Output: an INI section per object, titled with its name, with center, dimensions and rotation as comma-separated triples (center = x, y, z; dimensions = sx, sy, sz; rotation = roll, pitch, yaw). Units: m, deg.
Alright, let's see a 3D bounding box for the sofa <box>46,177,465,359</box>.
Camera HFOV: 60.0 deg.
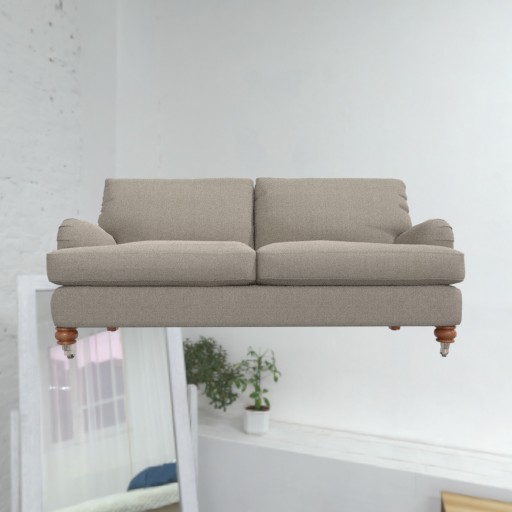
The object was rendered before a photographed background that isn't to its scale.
[sofa]
center = 0.000, 0.000, 2.729
dimensions = 2.160, 1.054, 1.087
rotation = 0, 1, -1
